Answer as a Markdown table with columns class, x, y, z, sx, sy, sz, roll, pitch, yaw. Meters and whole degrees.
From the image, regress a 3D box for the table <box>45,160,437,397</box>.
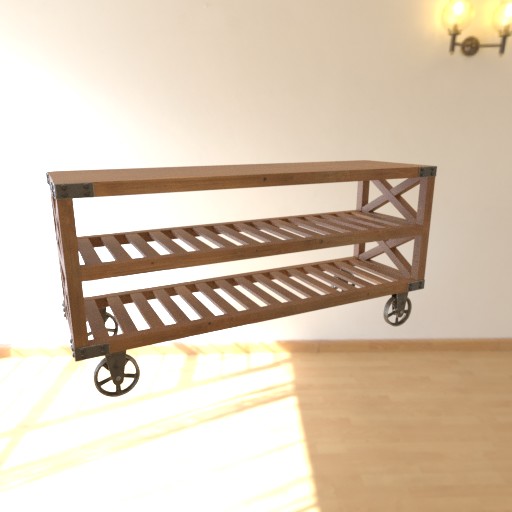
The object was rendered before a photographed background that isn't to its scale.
| class | x | y | z | sx | sy | sz | roll | pitch | yaw |
| --- | --- | --- | --- | --- | --- | --- | --- | --- | --- |
| table | 0.000 | 0.000 | 1.830 | 1.487 | 0.711 | 0.467 | -8 | 17 | -26 |
